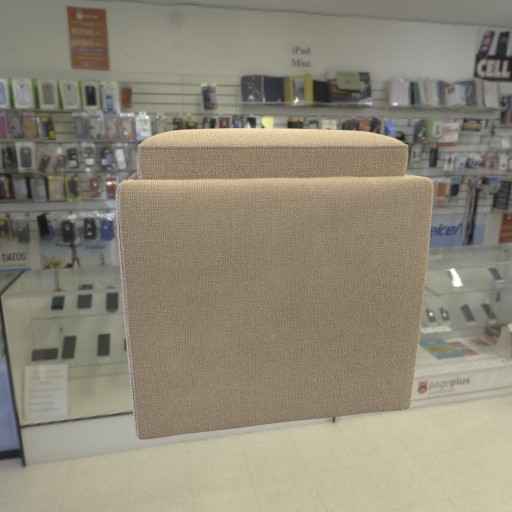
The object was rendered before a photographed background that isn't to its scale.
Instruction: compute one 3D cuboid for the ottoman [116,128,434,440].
[{"bbox_3d":[0.000,0.000,0.832,0.451,0.460,0.450,-3,14,-10],"label":"ottoman"}]
